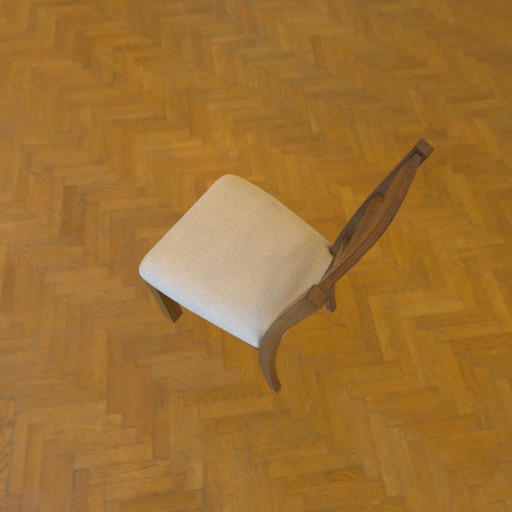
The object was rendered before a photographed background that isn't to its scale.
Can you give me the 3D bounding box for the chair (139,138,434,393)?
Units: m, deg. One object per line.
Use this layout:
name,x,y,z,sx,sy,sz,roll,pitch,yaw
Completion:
chair,0.000,0.000,1.272,0.581,0.949,0.461,33,68,16
